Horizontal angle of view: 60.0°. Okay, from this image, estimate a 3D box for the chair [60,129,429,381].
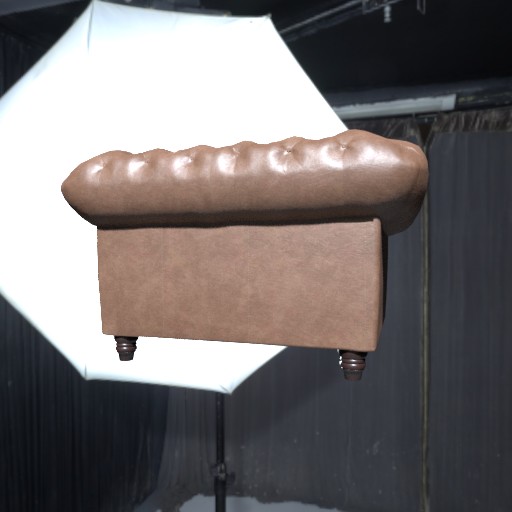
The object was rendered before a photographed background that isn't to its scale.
[{"bbox_3d":[0.000,0.000,1.825,1.298,0.784,0.954,0,0,18],"label":"chair"}]
